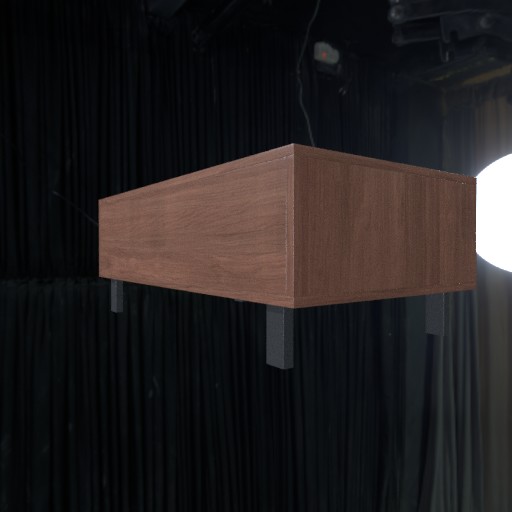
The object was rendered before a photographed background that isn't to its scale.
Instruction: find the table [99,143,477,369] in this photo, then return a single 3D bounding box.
[{"bbox_3d":[0.000,0.000,1.303,0.600,0.380,1.020,-1,1,-36],"label":"table"}]
